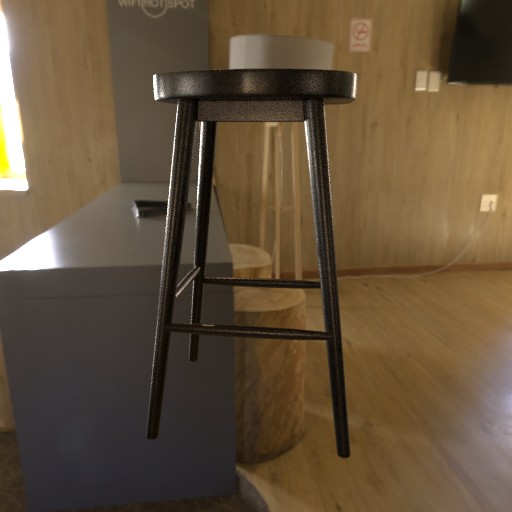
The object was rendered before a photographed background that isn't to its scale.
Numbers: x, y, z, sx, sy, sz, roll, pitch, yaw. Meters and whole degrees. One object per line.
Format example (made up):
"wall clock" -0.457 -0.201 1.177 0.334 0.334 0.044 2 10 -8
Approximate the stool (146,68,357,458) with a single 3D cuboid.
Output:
"stool" 0.000 0.000 0.999 0.440 0.749 0.361 2 17 7
